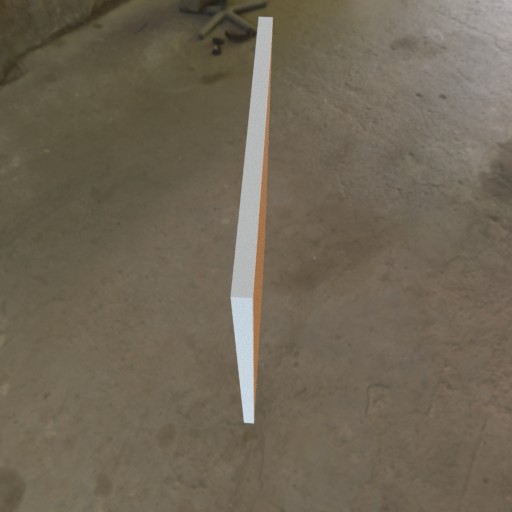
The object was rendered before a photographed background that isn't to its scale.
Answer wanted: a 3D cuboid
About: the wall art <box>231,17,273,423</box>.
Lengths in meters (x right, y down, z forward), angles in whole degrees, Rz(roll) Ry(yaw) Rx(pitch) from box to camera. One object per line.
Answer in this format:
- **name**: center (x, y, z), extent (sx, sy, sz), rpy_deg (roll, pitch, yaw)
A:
- **wall art**: center (0.000, 0.000, 1.377), extent (0.039, 1.050, 0.795), rpy_deg (3, 59, 2)
